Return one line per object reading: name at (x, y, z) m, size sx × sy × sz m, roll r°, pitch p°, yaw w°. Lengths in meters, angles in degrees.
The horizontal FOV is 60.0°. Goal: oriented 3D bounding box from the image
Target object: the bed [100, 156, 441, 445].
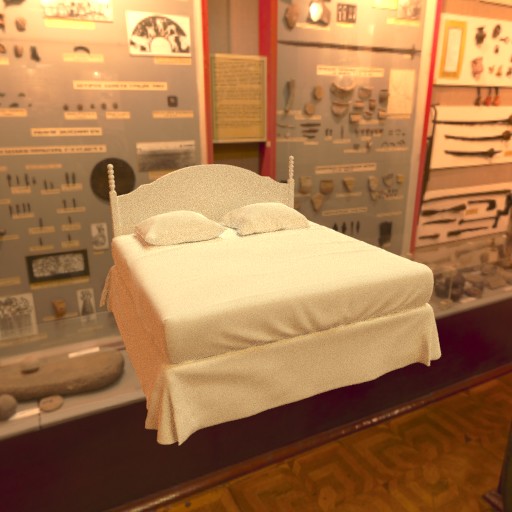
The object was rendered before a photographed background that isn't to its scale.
bed at (0.000, 0.000, 3.619) m, size 2.322 × 1.355 × 2.219 m, roll -8°, pitch 20°, yaw -24°
